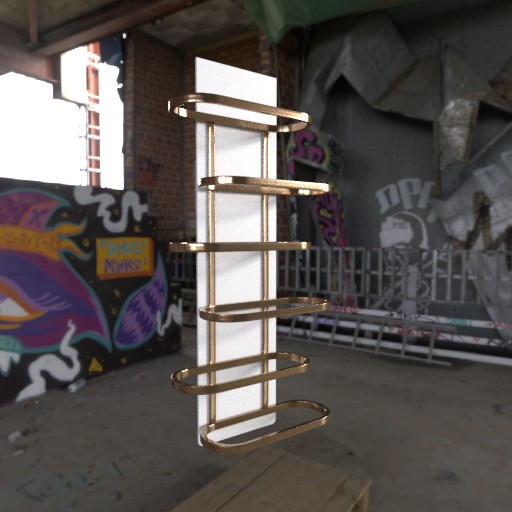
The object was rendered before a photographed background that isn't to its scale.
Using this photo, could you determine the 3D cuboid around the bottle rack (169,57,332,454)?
[{"bbox_3d":[0.000,0.000,0.814,0.332,0.709,0.118,-2,3,-36],"label":"bottle rack"}]
